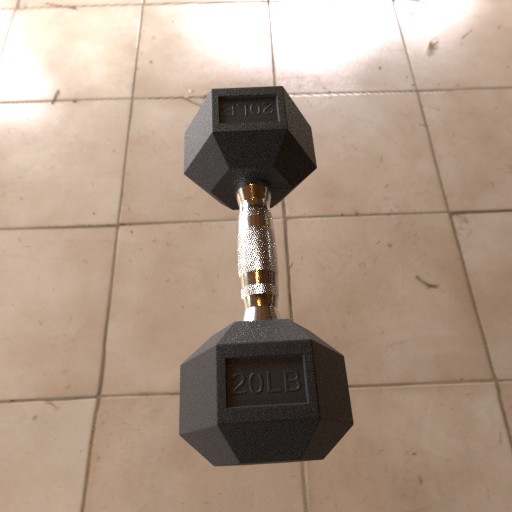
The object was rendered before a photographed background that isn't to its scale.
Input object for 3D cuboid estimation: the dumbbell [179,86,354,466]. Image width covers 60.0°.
[{"bbox_3d":[0.000,0.000,0.350,0.116,0.101,0.297,-3,64,-1],"label":"dumbbell"}]
